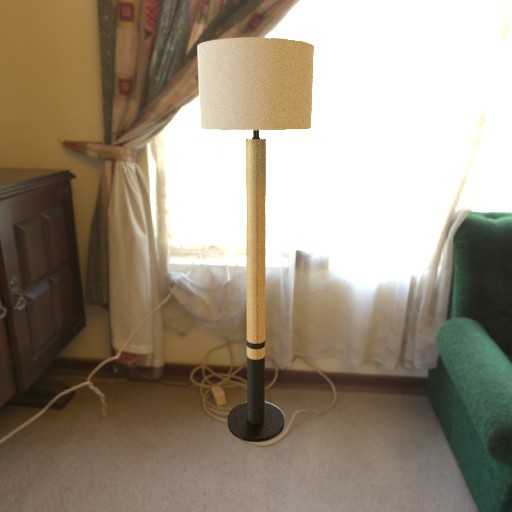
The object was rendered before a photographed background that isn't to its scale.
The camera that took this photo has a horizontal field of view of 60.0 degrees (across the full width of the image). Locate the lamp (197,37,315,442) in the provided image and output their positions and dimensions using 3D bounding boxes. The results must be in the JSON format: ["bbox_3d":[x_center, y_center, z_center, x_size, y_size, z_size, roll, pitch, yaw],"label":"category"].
[{"bbox_3d":[0.000,0.000,1.661,0.381,1.478,0.381,-3,18,-10],"label":"lamp"}]
